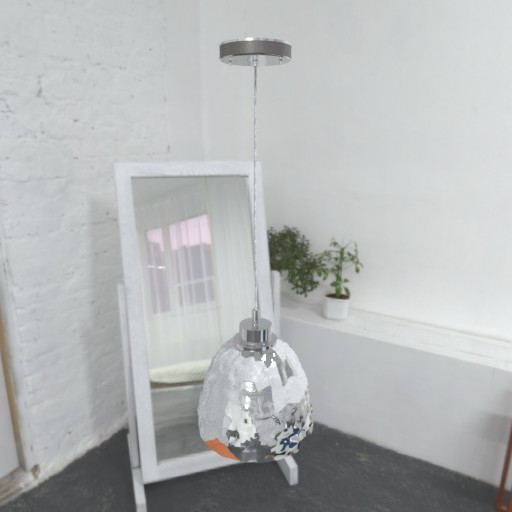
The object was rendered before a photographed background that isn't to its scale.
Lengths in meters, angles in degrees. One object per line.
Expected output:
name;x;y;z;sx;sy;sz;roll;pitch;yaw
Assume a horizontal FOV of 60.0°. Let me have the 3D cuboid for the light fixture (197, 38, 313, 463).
light fixture;0.000;0.000;1.736;0.496;1.511;0.500;3;16;9
